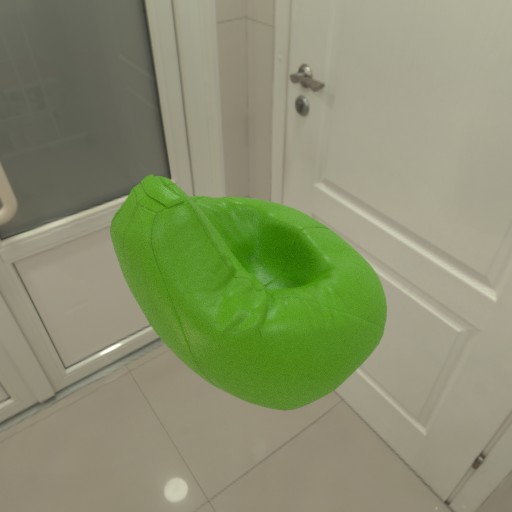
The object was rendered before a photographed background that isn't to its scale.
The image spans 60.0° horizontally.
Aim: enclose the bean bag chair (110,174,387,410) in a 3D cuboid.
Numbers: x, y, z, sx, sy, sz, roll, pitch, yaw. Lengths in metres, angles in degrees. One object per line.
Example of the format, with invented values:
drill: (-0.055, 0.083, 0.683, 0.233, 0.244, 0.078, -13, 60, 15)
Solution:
bean bag chair: (0.000, 0.000, 1.870, 1.070, 0.990, 1.070, -26, 48, -26)
